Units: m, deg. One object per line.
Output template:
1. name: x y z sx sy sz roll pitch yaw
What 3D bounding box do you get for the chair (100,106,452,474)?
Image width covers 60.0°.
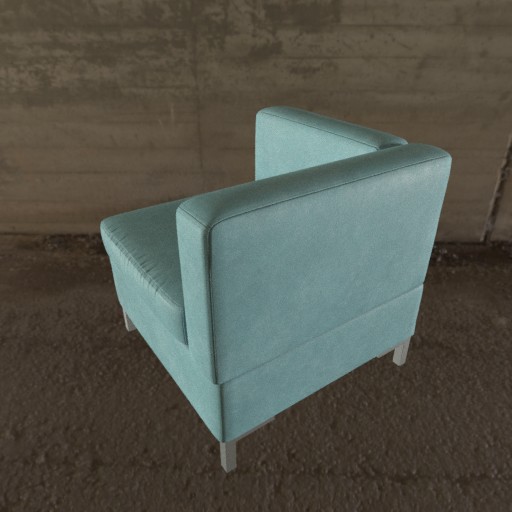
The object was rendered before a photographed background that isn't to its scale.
1. chair: 0.000 0.000 1.235 0.680 0.660 0.680 -19 35 -30
